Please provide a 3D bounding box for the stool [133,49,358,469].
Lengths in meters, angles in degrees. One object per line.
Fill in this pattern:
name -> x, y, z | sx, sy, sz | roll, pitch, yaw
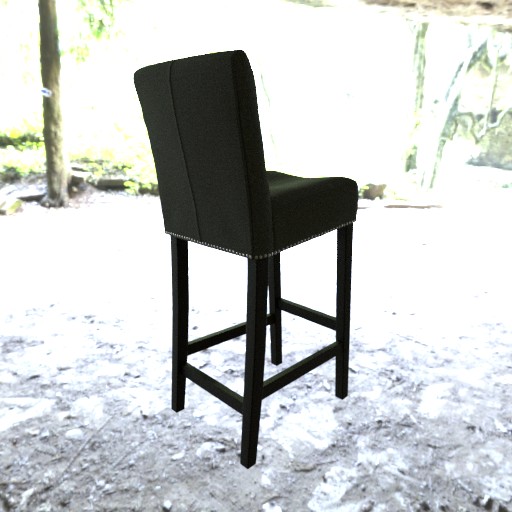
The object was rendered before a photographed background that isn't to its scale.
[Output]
stool -> 0.000, 0.000, 1.329 | 0.548, 1.047, 0.411 | -15, 22, -42
